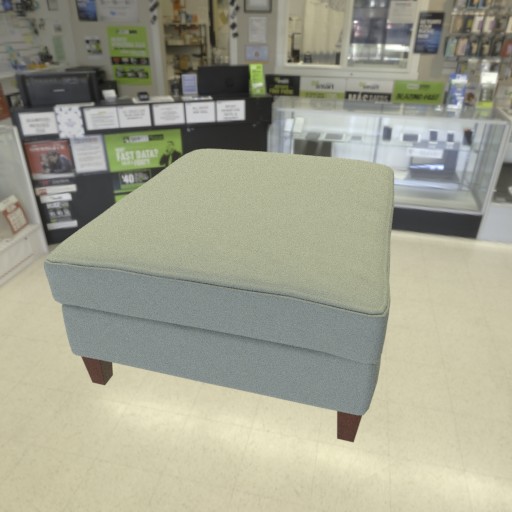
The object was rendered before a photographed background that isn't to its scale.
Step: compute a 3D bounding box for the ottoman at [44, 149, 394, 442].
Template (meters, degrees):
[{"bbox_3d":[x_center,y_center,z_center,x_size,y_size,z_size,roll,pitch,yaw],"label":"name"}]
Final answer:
[{"bbox_3d":[0.000,0.000,1.482,0.842,0.494,0.991,8,31,14],"label":"ottoman"}]
